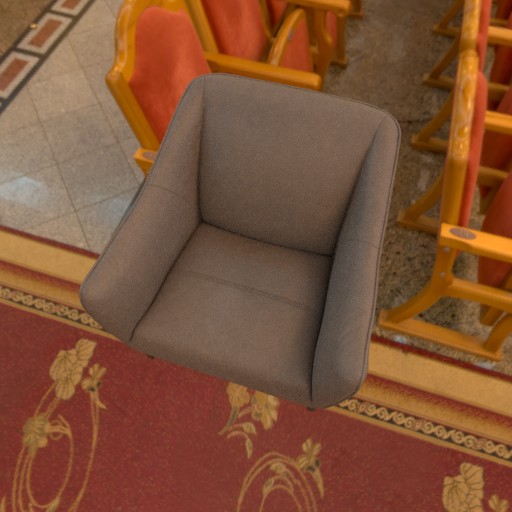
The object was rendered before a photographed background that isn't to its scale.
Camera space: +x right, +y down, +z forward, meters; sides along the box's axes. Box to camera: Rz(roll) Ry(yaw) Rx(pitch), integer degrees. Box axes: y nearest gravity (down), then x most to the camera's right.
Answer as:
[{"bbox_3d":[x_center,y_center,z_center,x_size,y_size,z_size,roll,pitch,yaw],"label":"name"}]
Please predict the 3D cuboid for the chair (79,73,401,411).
[{"bbox_3d":[0.000,0.000,1.592,0.871,0.830,0.852,16,60,9],"label":"chair"}]
